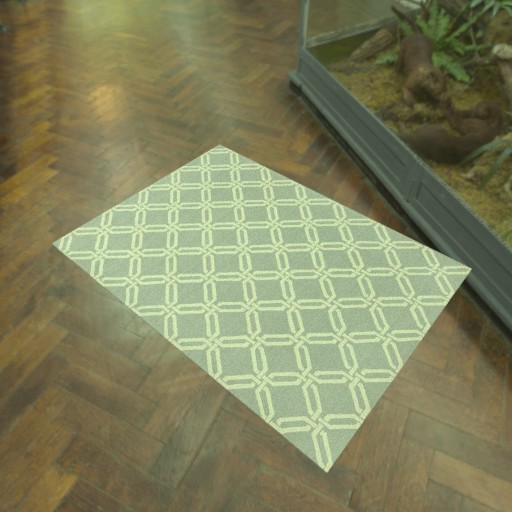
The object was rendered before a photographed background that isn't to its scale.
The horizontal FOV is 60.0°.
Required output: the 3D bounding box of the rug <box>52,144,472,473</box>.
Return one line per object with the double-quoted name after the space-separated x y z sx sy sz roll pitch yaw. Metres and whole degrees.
0.000 0.000 4.364 3.353 0.013 2.438 32 54 27 "rug"
